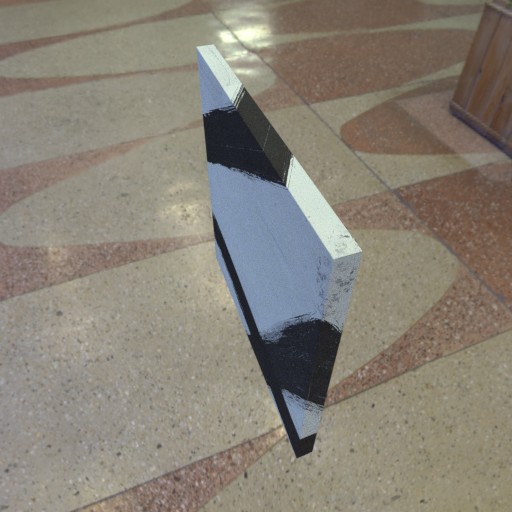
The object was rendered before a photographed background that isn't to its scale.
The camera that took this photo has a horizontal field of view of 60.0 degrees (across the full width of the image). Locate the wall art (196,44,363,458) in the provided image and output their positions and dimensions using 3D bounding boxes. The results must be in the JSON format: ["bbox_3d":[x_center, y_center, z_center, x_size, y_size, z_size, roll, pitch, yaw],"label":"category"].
[{"bbox_3d":[0.000,0.000,1.135,0.046,0.765,0.765,-14,48,-13],"label":"wall art"}]
